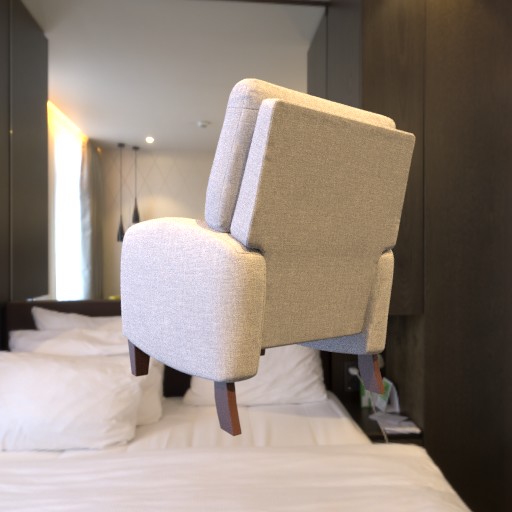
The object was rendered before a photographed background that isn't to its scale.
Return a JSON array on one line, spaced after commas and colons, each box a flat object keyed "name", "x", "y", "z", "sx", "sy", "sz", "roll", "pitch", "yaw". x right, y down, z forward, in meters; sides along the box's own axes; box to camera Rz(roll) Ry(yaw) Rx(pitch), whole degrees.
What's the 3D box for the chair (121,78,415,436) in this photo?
[{"name": "chair", "x": 0.000, "y": 0.000, "z": 1.690, "sx": 0.762, "sy": 0.990, "sz": 0.990, "roll": 0, "pitch": 0, "yaw": -36}]
